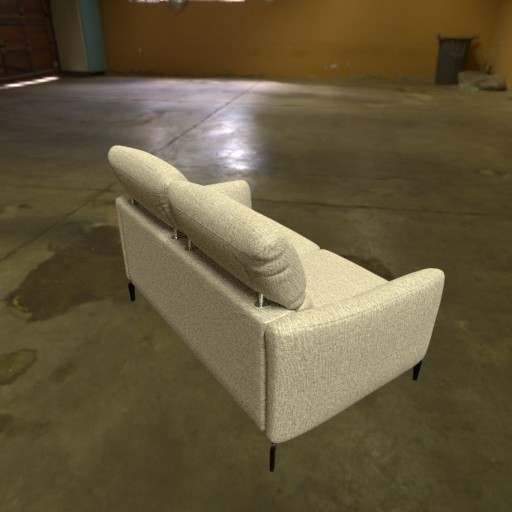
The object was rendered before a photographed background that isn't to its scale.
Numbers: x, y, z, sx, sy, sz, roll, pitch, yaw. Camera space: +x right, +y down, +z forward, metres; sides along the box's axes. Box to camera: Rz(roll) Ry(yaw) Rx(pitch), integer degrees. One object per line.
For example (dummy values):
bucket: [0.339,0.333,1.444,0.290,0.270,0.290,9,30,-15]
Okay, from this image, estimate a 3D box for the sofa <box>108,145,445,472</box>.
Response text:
sofa: [0.000,0.000,2.144,0.905,0.950,1.540,-18,32,-31]
